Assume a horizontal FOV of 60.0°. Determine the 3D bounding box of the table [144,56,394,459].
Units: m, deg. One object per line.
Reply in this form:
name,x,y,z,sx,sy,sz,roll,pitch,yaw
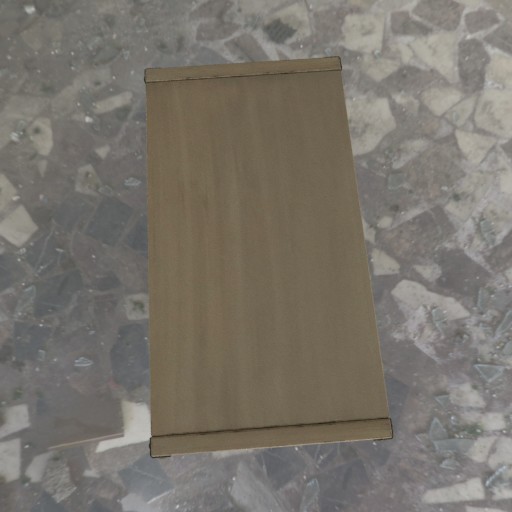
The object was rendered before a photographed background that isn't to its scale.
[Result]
table,0.000,0.000,1.330,0.559,0.456,1.016,-4,76,-1
